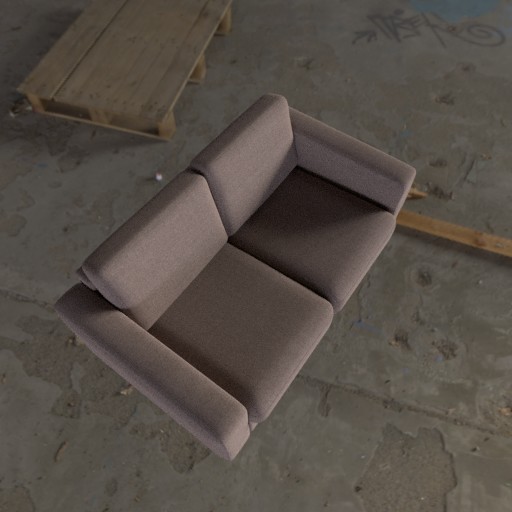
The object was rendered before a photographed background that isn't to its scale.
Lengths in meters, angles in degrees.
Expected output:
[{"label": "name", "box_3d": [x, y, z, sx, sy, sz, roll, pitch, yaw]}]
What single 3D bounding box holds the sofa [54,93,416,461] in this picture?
[{"label": "sofa", "box_3d": [0.000, 0.000, 2.061, 0.900, 0.800, 1.520, 32, 64, 18]}]
